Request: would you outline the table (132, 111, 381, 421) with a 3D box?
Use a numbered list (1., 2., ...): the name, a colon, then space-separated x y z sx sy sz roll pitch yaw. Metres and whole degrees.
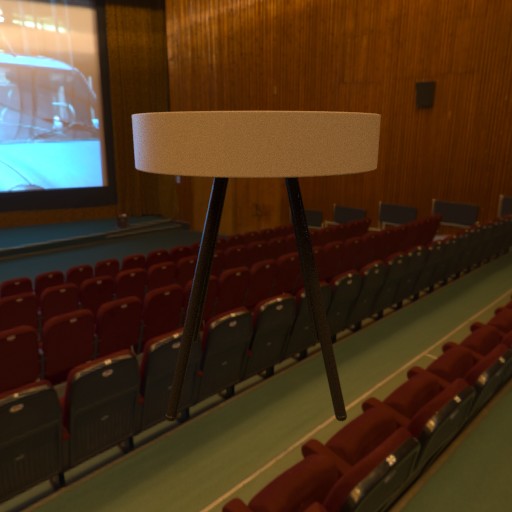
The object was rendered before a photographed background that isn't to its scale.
1. table: 0.000 0.000 0.870 0.450 0.525 0.450 0 16 0
